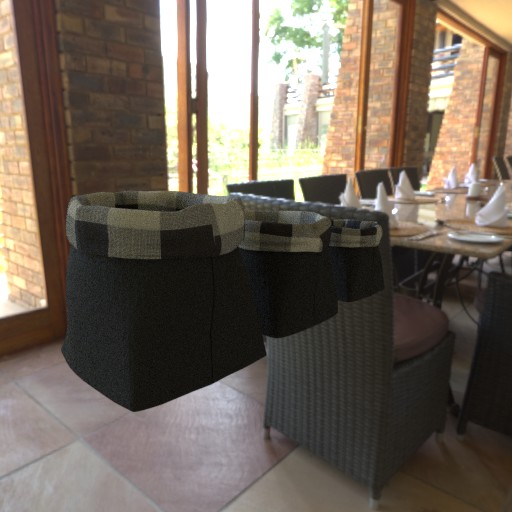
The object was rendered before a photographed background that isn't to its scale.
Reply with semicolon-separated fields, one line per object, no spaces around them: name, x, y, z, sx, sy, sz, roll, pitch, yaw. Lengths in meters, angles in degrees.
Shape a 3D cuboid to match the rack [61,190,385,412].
rack;0.000;0.000;1.069;0.370;0.329;0.889;13;19;43
